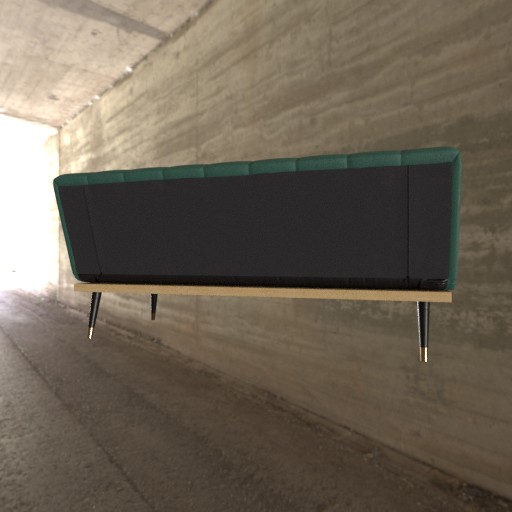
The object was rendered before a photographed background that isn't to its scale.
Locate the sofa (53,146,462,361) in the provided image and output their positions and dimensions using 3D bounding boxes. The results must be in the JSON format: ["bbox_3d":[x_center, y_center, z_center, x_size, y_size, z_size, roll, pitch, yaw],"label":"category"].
[{"bbox_3d":[0.000,0.000,2.242,1.810,0.820,0.830,0,0,18],"label":"sofa"}]
